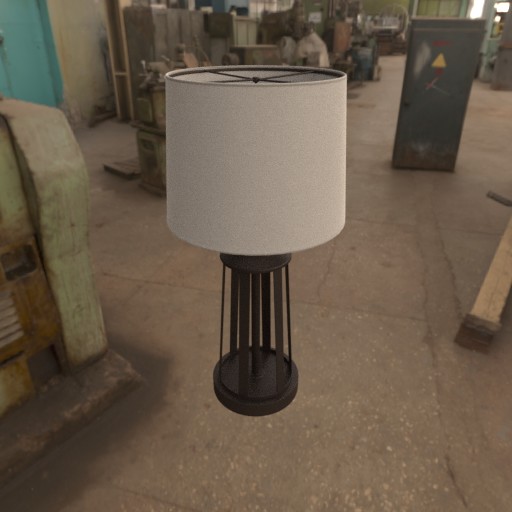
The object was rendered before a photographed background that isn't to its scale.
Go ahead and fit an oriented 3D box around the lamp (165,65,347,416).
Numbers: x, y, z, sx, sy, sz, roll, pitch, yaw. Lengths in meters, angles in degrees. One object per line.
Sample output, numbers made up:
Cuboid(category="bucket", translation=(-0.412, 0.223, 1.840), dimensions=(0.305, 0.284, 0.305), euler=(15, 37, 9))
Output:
Cuboid(category="lamp", translation=(0.000, 0.000, 0.664), dimensions=(0.251, 0.509, 0.251), euler=(0, 28, 0))
